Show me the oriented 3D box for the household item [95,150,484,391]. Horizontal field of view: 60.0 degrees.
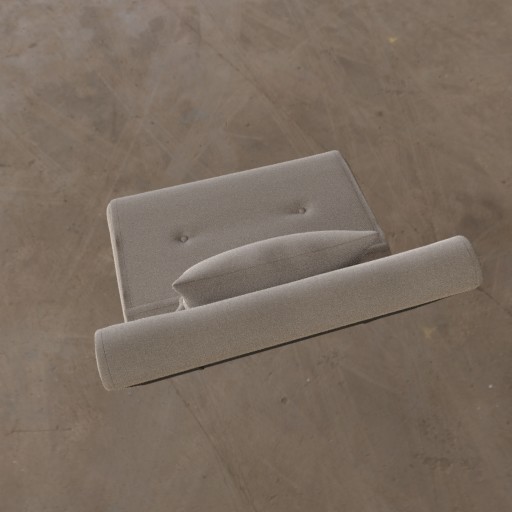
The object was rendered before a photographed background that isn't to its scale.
[{"bbox_3d":[0.000,0.000,1.584,1.000,0.800,0.874,-14,61,-8],"label":"household item"}]
